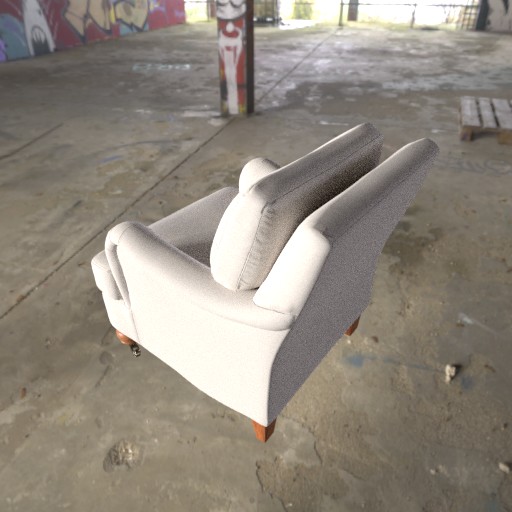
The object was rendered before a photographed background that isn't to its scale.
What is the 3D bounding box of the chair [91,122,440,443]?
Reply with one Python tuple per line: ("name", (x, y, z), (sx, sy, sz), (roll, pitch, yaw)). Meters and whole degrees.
("chair", (0.000, 0.000, 1.850), (1.070, 1.038, 0.955), (21, 38, 30))
